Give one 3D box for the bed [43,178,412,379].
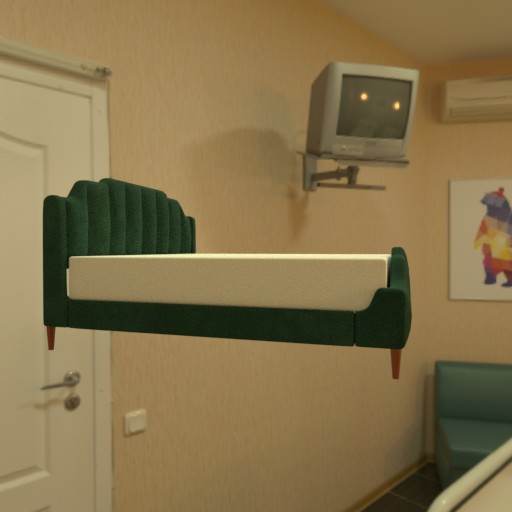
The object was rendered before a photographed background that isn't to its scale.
[{"bbox_3d":[0.000,0.000,3.588,2.340,1.245,2.074,0,1,18],"label":"bed"}]
